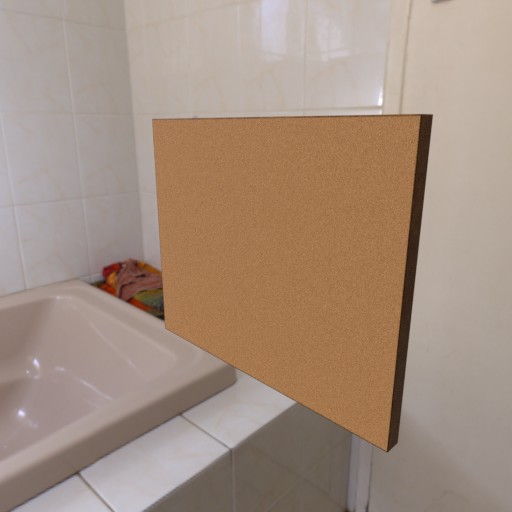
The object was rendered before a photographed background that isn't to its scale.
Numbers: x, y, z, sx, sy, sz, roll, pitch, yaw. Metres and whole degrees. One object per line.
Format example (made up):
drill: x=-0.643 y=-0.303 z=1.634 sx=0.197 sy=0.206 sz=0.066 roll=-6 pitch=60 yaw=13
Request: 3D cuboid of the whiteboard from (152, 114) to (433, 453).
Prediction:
whiteboard: x=0.000 y=0.000 z=0.765 sx=0.029 sy=0.457 sz=0.561 roll=-16 pitch=22 yaw=-42
